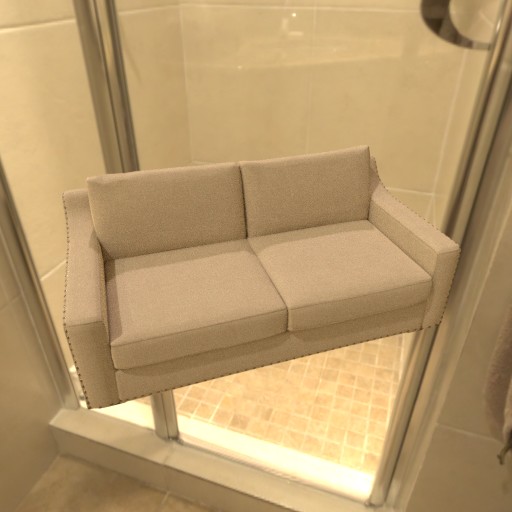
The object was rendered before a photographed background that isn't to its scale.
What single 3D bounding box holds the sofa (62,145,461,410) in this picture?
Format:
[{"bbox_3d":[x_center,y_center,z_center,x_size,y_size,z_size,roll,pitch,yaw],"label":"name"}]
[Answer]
[{"bbox_3d":[0.000,0.000,2.685,2.107,0.983,1.104,-10,34,-15],"label":"sofa"}]
